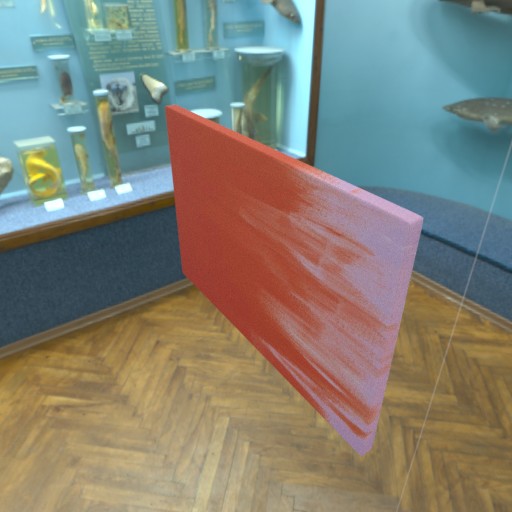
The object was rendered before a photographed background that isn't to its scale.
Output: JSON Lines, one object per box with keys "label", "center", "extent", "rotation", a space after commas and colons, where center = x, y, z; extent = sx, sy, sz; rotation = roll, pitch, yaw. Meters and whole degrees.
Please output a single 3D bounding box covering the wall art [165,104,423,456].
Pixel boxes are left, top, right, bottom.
{"label": "wall art", "center": [0.000, 0.000, 1.185], "extent": [0.040, 0.609, 0.913], "rotation": [-20, 37, -29]}
